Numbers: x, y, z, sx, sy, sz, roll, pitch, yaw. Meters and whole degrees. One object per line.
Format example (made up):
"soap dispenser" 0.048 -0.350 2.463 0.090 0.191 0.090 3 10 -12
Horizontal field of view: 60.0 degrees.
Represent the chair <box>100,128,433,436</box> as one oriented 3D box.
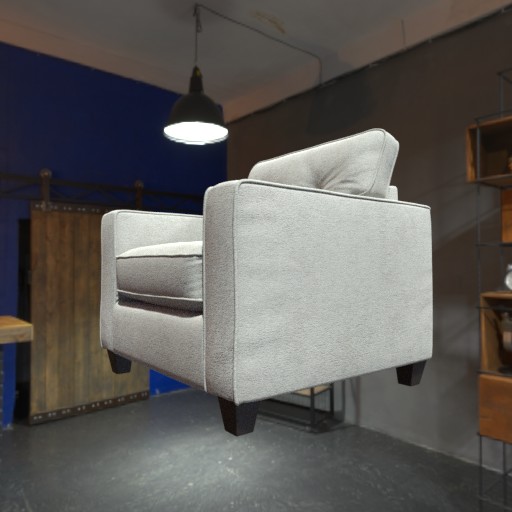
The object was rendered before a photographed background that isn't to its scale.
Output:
"chair" 0.000 0.000 1.767 0.939 0.965 1.015 1 -1 -38
